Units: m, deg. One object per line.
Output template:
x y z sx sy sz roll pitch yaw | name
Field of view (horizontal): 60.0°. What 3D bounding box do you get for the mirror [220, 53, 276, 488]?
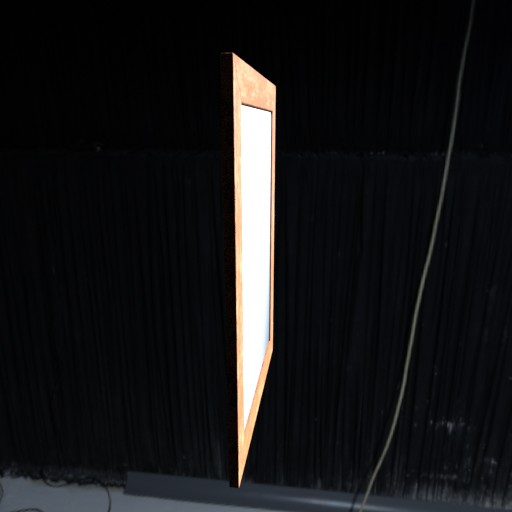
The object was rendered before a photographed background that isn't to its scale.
0.000 0.000 1.440 0.028 1.099 0.796 2 16 8 | mirror
